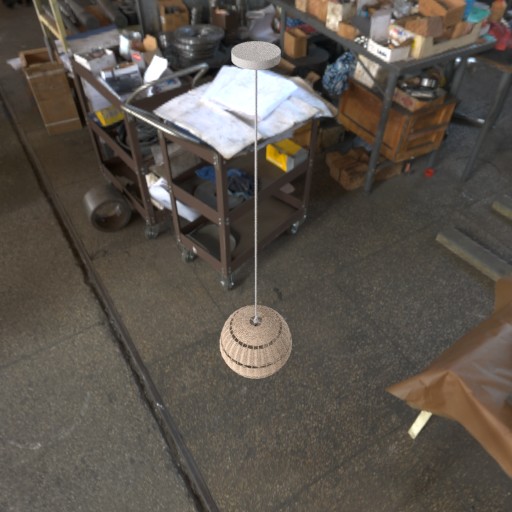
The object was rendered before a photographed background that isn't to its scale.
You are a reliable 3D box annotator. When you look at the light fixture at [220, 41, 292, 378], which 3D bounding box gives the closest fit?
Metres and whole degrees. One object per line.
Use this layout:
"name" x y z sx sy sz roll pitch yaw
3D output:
"light fixture" 0.000 0.000 2.234 0.457 2.019 0.457 18 49 17
